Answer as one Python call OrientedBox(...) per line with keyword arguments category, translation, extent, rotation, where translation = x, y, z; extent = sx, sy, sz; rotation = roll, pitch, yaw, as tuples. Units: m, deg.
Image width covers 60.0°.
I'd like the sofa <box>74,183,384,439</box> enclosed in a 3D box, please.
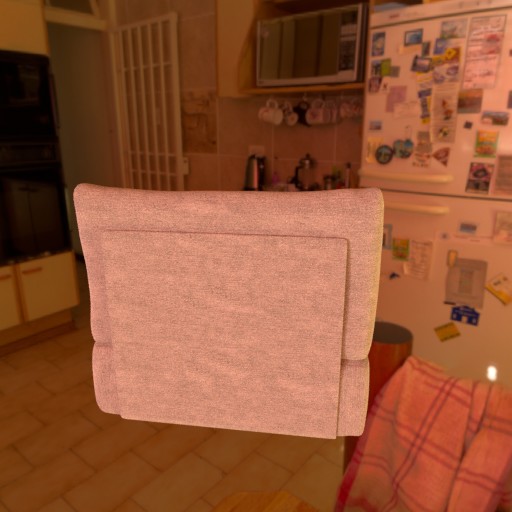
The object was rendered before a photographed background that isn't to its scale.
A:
OrientedBox(category="sofa", translation=(0.000, 0.000, 2.022), extent=(0.930, 0.820, 1.450), rotation=(2, 17, 8))
